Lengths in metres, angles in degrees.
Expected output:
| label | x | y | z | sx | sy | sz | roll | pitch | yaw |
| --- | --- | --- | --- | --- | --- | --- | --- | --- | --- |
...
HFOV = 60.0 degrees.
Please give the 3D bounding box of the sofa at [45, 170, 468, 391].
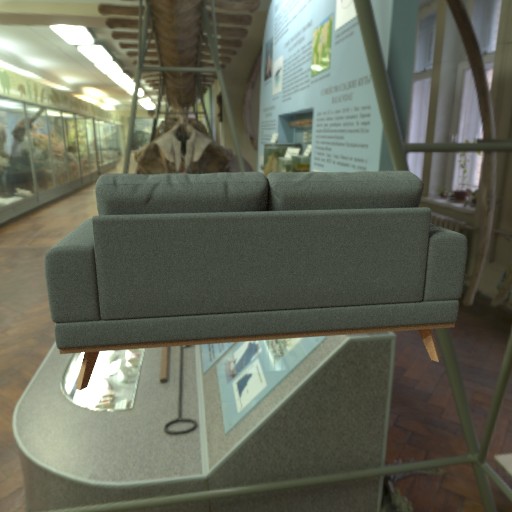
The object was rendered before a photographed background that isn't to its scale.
| label | x | y | z | sx | sy | sz | roll | pitch | yaw |
| --- | --- | --- | --- | --- | --- | --- | --- | --- | --- |
| sofa | 0.000 | 0.000 | 2.069 | 1.650 | 0.810 | 0.785 | -2 | 15 | -9 |
